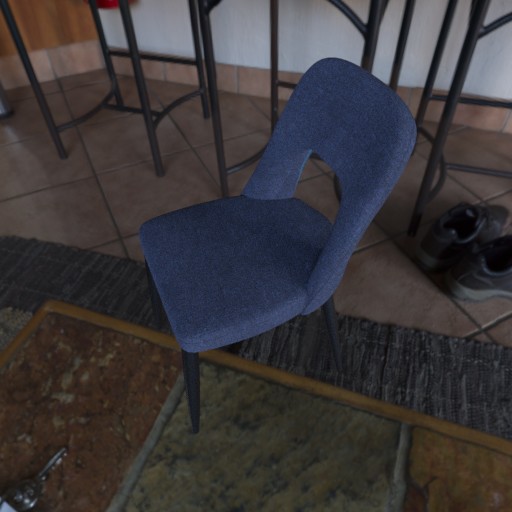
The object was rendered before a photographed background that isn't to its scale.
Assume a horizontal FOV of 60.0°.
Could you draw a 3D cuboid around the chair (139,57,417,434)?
[{"bbox_3d":[0.000,0.000,1.247,0.612,0.931,0.470,-18,49,-16],"label":"chair"}]
